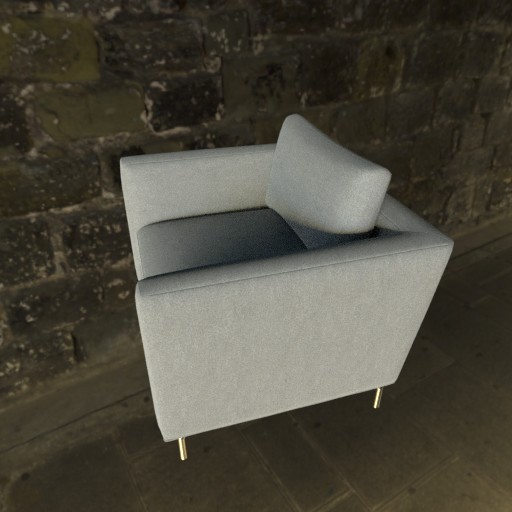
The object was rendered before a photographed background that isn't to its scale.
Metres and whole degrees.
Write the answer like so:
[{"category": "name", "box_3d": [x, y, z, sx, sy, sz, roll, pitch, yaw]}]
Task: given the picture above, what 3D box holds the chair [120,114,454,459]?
[{"category": "chair", "box_3d": [0.000, 0.000, 1.667, 0.889, 0.864, 1.041, -9, 32, -14]}]
